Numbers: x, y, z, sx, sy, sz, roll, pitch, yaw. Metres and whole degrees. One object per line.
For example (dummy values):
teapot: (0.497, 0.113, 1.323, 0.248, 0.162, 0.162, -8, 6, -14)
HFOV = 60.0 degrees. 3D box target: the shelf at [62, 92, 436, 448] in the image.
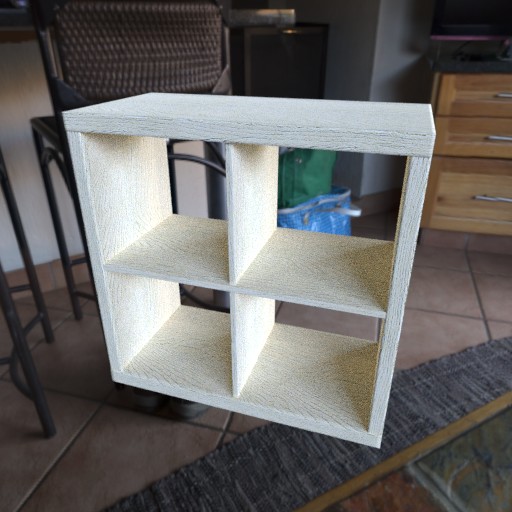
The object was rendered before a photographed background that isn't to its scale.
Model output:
shelf: (0.000, 0.000, 1.227, 0.790, 0.786, 0.390, 8, 28, 16)
